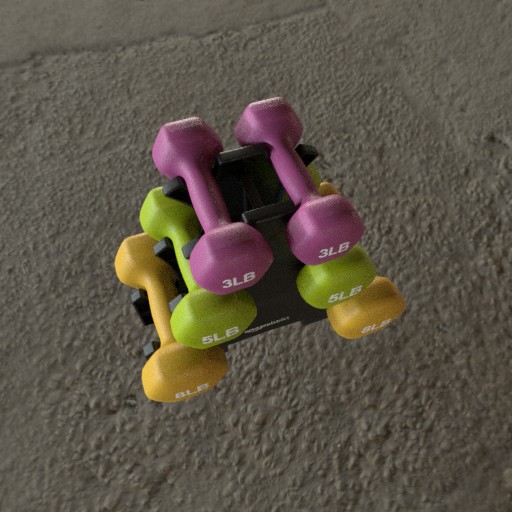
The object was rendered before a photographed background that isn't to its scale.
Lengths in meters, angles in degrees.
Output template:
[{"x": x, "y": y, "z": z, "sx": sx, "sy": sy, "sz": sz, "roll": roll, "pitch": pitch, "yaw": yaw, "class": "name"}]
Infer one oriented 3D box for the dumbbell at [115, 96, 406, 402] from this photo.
[{"x": 0.000, "y": 0.000, "z": 0.464, "sx": 0.300, "sy": 0.271, "sz": 0.190, "roll": -17, "pitch": 59, "yaw": -10, "class": "dumbbell"}]
